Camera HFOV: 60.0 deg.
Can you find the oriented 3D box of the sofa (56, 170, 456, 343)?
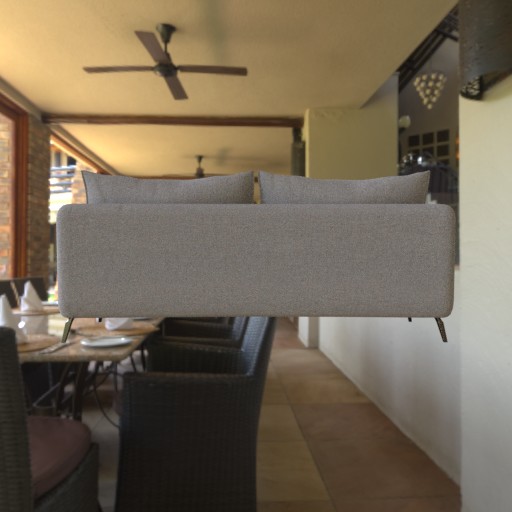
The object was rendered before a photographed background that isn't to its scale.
[{"bbox_3d":[0.000,0.000,2.465,2.022,0.833,0.809,0,0,0],"label":"sofa"}]
